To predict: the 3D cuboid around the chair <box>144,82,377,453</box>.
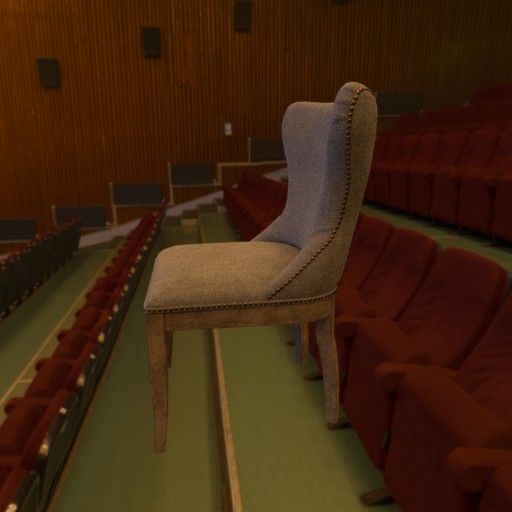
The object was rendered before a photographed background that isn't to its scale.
[{"bbox_3d":[0.000,0.000,1.444,0.681,1.002,0.654,-2,14,-9],"label":"chair"}]
